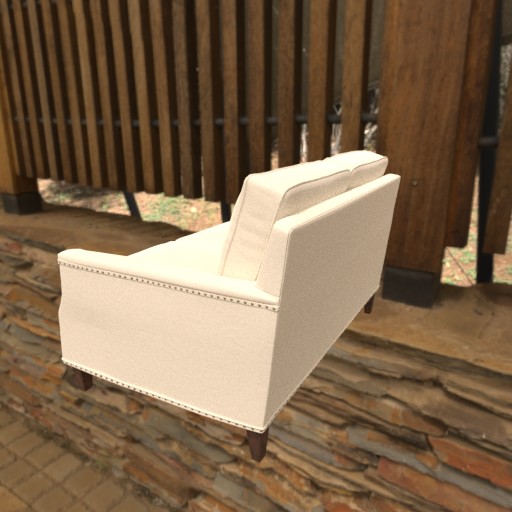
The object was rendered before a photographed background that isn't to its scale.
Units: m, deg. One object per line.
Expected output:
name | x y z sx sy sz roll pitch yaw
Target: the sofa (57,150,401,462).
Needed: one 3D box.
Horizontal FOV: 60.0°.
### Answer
sofa | 0.000 0.000 2.237 1.084 1.003 1.597 9 19 28
